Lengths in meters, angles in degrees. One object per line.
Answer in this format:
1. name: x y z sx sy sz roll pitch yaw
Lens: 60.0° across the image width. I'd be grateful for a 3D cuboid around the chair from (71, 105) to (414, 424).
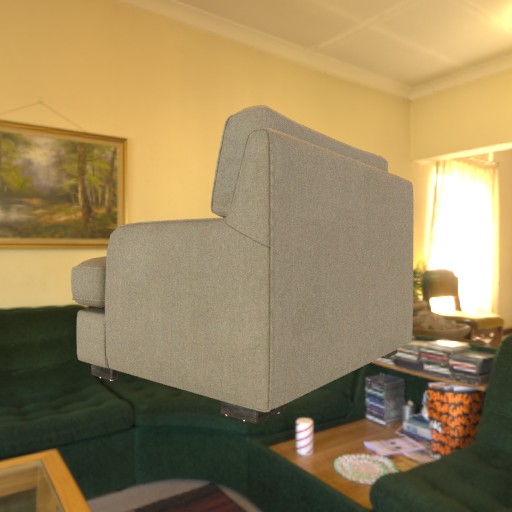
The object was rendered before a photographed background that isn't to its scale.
1. chair: 0.000 0.000 1.996 1.043 0.974 1.270 0 1 38
